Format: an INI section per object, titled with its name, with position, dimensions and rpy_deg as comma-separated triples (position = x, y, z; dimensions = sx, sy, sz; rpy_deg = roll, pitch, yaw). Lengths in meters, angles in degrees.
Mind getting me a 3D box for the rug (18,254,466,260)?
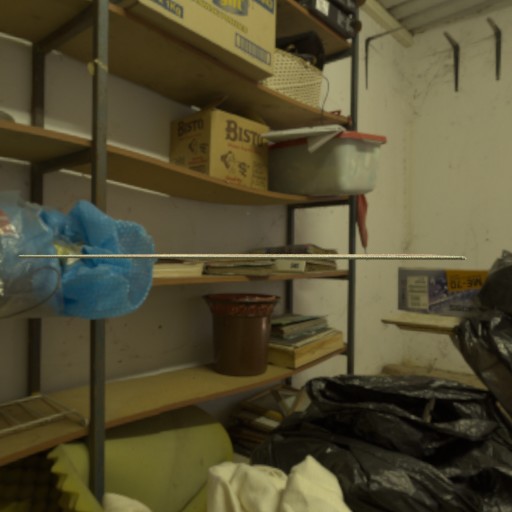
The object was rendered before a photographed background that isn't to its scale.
[rug]
position = 0.000, 0.000, 2.196
dimensions = 1.747, 0.011, 1.217
rpy_deg = 0, 0, 18
